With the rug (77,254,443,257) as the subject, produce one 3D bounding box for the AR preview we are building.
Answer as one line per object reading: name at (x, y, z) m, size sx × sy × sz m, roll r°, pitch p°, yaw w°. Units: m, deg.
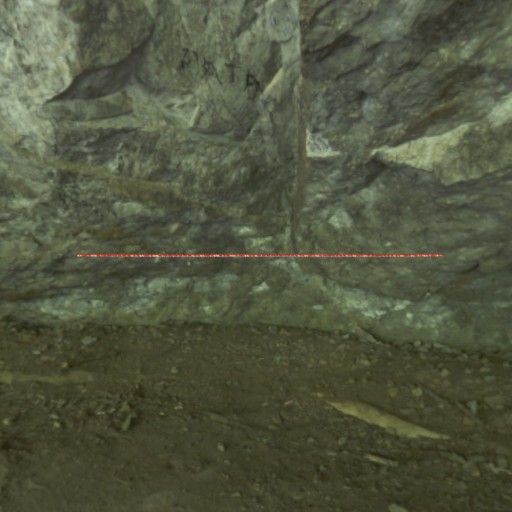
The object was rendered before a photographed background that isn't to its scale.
rug at (0.000, 0.000, 3.061) m, size 1.531 × 0.010 × 2.442 m, roll 0°, pitch 0°, yaw -1°
